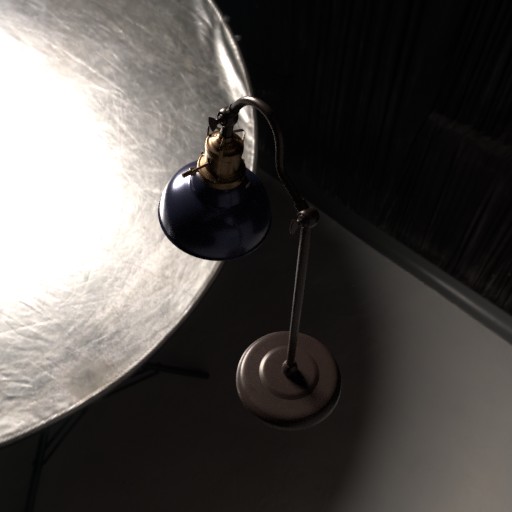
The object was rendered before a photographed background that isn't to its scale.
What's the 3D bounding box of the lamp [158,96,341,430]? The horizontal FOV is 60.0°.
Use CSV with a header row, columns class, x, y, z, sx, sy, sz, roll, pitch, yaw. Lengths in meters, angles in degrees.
class,x,y,z,sx,sy,sz,roll,pitch,yaw
lamp,0.000,0.000,0.676,0.192,0.508,0.374,-32,54,-27
